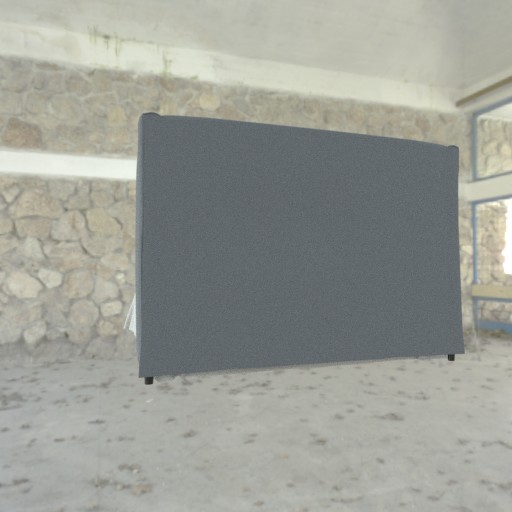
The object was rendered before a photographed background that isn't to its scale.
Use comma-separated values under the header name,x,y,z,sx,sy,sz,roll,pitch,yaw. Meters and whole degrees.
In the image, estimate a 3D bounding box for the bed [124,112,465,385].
name,x,y,z,sx,sy,sz,roll,pitch,yaw
bed,0.000,0.000,3.466,1.925,1.332,2.276,1,-2,-18
